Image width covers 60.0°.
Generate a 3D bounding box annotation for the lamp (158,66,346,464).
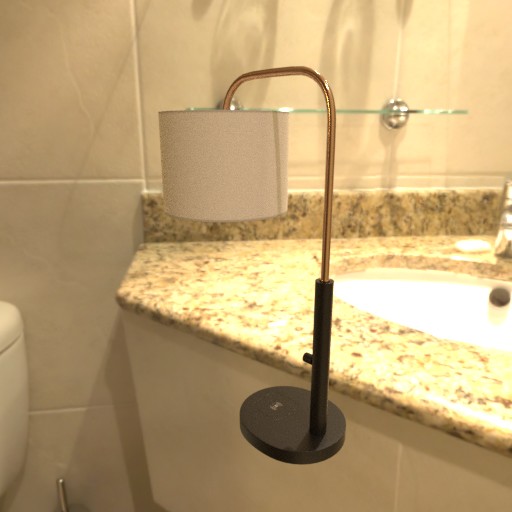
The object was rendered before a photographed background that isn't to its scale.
[{"bbox_3d":[0.000,0.000,0.695,0.199,0.540,0.337,-15,22,-42],"label":"lamp"}]
